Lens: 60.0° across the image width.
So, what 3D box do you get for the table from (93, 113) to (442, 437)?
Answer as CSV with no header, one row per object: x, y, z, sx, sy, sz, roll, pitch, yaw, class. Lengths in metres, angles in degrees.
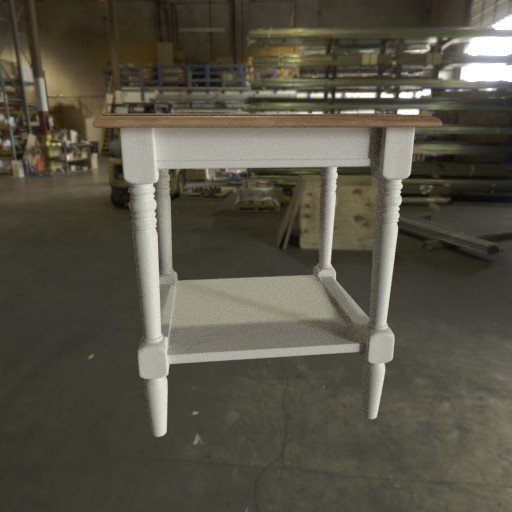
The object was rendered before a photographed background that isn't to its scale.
0.000,0.000,0.931,0.508,0.561,0.457,-2,17,-7,table
